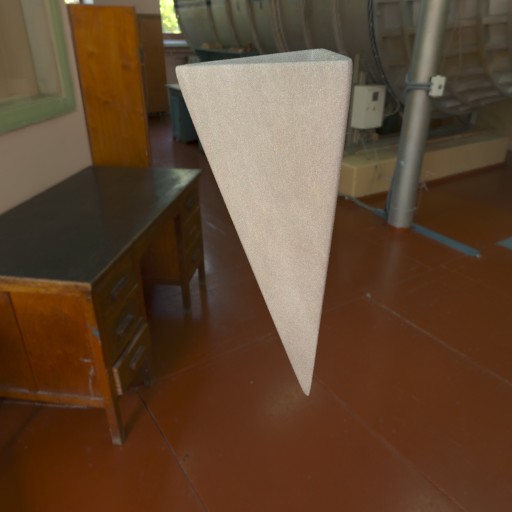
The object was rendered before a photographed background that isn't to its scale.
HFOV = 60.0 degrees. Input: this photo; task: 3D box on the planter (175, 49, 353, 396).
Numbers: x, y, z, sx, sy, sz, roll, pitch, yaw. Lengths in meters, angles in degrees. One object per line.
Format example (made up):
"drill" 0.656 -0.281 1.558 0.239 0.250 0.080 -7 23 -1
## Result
"planter" 0.000 0.000 0.269 0.081 0.224 0.101 0 27 1
